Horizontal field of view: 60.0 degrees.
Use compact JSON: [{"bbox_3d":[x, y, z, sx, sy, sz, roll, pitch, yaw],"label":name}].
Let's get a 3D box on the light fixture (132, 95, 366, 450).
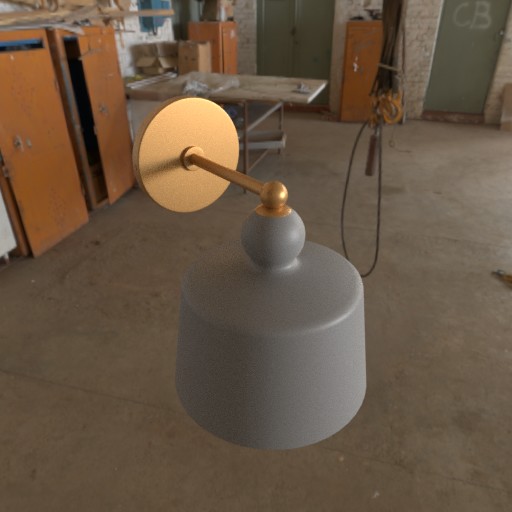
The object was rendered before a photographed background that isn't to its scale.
[{"bbox_3d":[0.000,0.000,0.436,0.204,0.268,0.254,-21,35,-32],"label":"light fixture"}]
